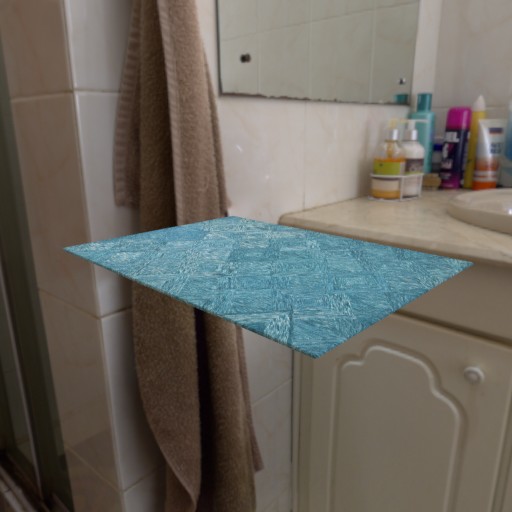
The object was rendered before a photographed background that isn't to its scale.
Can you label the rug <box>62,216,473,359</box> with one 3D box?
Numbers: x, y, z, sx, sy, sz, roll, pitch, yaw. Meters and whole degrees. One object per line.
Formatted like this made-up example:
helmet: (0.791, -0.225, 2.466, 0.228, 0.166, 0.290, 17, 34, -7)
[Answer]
rug: (0.000, 0.000, 4.307, 3.217, 0.027, 2.405, 15, 22, 42)
